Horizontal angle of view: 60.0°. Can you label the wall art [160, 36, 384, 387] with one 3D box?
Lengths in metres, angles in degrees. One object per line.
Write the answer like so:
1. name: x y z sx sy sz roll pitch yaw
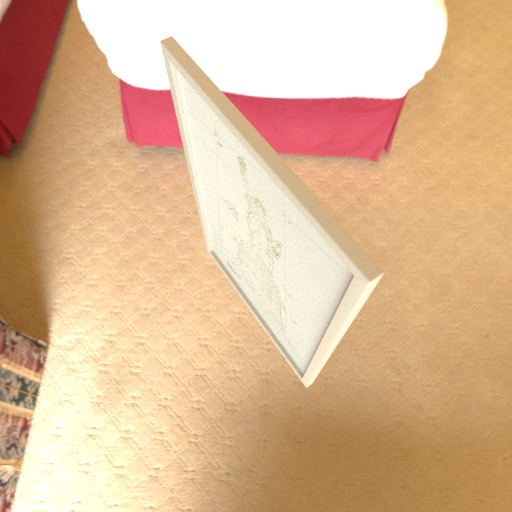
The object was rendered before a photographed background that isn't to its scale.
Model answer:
1. wall art: 0.000 0.000 1.517 0.038 1.183 0.808 -32 68 -14
